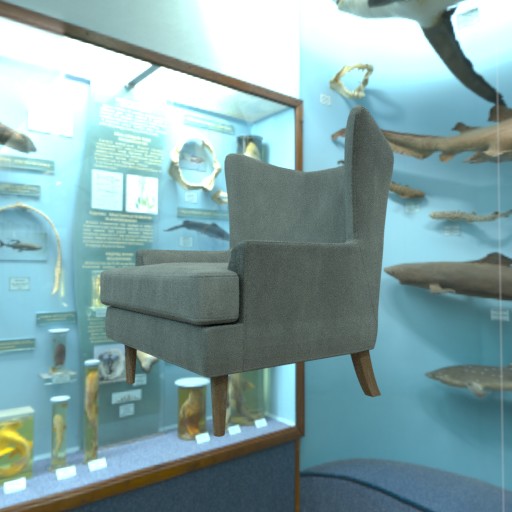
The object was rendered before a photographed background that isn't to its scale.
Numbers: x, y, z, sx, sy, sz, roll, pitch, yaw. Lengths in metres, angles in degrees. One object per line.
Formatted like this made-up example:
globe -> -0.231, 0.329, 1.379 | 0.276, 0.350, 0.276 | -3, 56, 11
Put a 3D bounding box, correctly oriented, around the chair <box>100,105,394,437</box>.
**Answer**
chair -> 0.000, 0.000, 1.621 | 0.906, 0.950, 0.784 | 1, -2, -36
